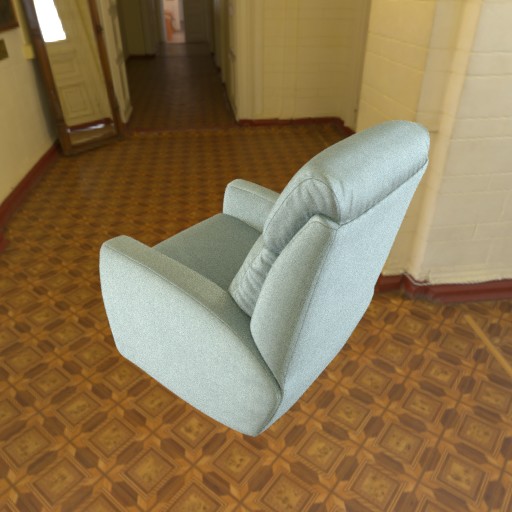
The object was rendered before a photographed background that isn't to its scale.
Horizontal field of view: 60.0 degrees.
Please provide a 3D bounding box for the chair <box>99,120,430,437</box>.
[{"bbox_3d":[0.000,0.000,1.616,0.940,1.013,0.812,22,38,31],"label":"chair"}]
